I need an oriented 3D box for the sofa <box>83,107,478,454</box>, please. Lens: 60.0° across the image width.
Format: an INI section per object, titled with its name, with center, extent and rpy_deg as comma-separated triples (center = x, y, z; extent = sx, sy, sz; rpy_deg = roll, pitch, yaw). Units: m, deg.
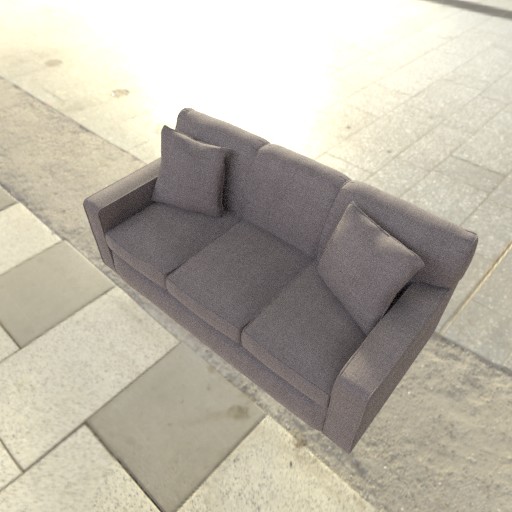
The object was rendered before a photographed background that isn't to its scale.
[sofa]
center = 0.000, 0.000, 2.597
extent = 2.024, 0.958, 0.997
rpy_deg = 31, 53, 27
